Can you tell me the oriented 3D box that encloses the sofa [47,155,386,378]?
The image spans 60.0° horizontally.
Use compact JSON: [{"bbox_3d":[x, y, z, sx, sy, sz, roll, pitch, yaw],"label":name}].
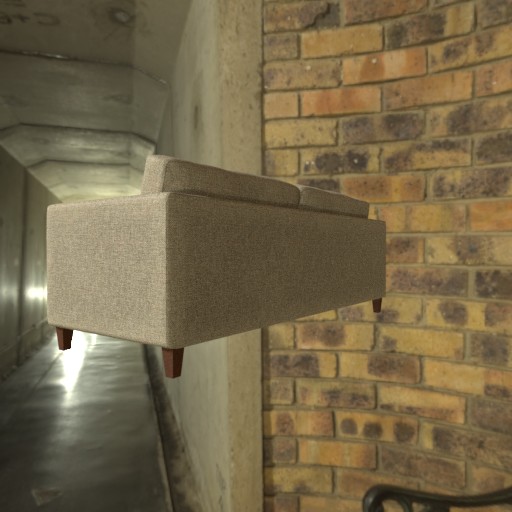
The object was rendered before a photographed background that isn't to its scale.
[{"bbox_3d":[0.000,0.000,2.973,0.948,0.951,2.434,1,1,36],"label":"sofa"}]
